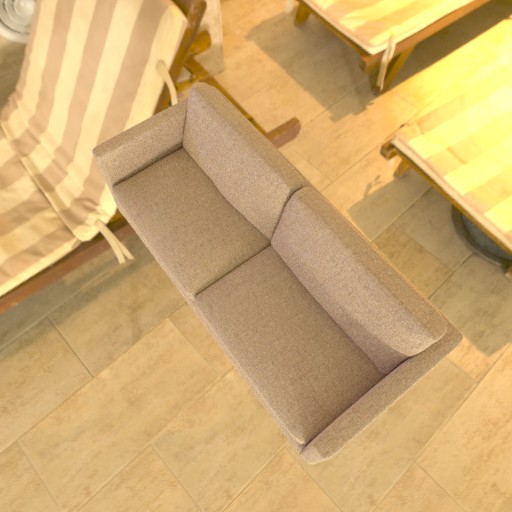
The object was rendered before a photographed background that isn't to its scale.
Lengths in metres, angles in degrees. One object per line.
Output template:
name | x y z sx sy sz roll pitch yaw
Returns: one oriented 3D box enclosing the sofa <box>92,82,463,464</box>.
sofa | 0.000 0.000 2.686 0.951 0.965 2.208 -34 68 -16
